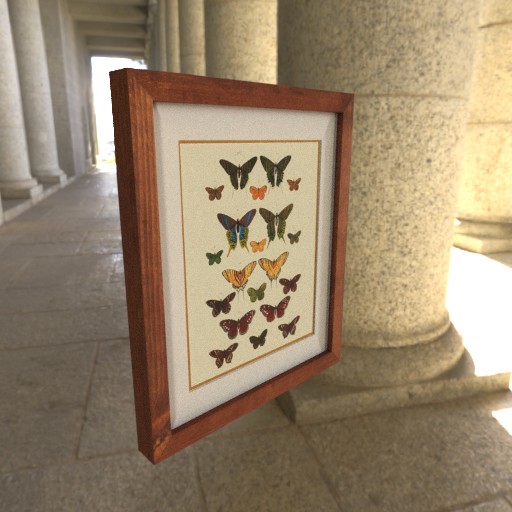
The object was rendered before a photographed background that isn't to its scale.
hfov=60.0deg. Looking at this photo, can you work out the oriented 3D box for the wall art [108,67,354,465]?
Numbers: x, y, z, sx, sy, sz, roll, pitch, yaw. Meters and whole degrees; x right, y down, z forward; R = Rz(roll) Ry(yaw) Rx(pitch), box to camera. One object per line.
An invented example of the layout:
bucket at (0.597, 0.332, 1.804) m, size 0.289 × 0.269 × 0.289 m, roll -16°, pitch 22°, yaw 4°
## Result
wall art at (0.000, 0.000, 0.620) m, size 0.377 × 0.449 × 0.039 m, roll -14°, pitch 20°, yaw -42°
